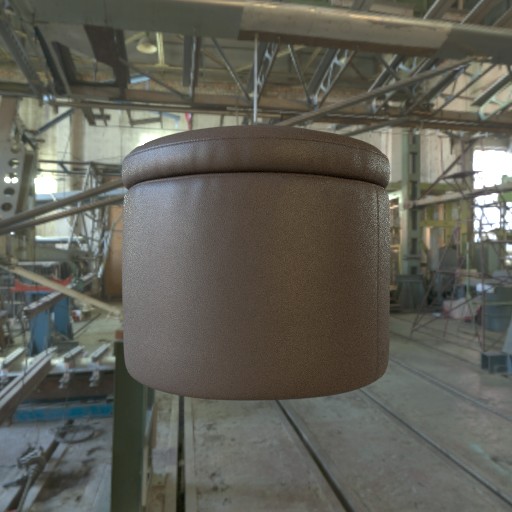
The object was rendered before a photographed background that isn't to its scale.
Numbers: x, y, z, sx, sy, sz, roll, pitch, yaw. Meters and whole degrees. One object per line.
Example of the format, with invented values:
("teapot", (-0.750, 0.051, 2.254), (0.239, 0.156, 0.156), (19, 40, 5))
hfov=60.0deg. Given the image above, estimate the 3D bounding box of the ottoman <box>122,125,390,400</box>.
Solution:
("ottoman", (0.000, 0.000, 0.862), (0.500, 0.409, 0.500), (0, 0, 0))
